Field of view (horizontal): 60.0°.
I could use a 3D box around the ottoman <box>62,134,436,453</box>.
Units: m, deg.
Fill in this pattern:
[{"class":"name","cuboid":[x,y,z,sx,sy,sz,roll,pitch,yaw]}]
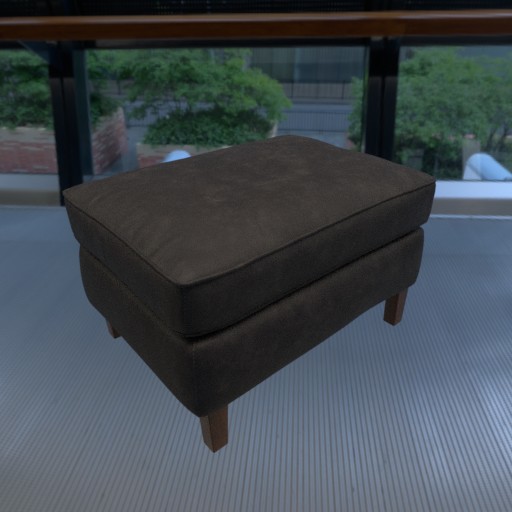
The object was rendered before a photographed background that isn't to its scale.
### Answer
[{"class":"ottoman","cuboid":[0.000,0.000,1.002,0.665,0.413,0.501,-23,37,-34]}]
